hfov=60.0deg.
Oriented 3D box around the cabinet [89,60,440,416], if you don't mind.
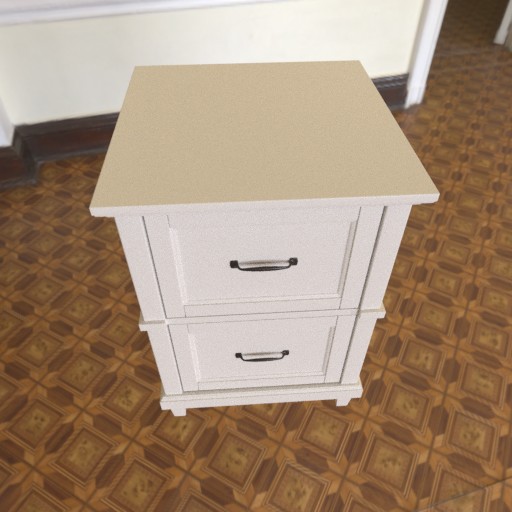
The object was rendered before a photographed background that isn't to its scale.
[{"bbox_3d":[0.000,0.000,1.149,0.544,0.775,0.547,-3,45,-3],"label":"cabinet"}]
